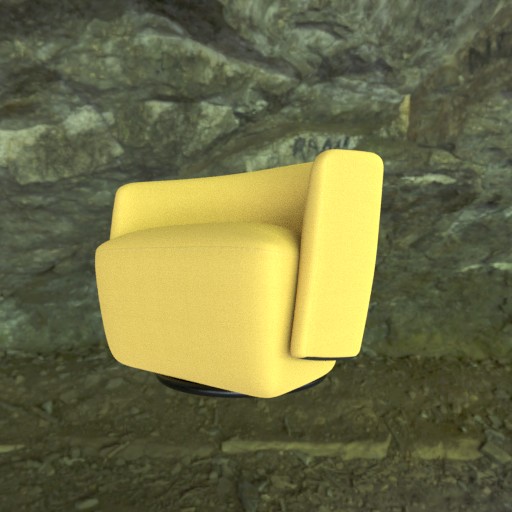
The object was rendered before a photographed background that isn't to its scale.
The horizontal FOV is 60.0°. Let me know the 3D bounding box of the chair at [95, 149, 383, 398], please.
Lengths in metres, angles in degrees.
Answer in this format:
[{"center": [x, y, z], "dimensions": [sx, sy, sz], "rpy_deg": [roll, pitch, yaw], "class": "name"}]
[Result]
[{"center": [0.000, 0.000, 1.382], "dimensions": [0.773, 0.698, 0.767], "rpy_deg": [0, 0, 38], "class": "chair"}]
